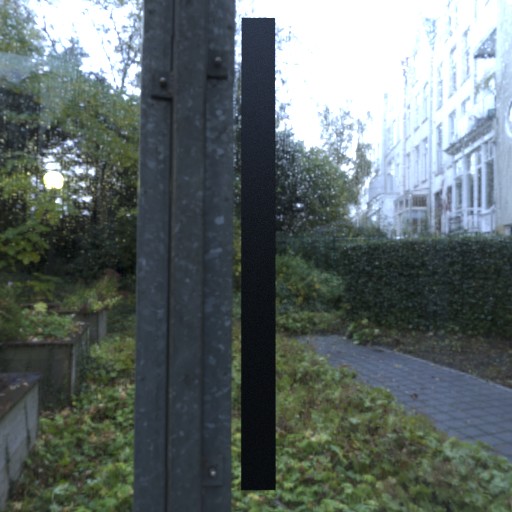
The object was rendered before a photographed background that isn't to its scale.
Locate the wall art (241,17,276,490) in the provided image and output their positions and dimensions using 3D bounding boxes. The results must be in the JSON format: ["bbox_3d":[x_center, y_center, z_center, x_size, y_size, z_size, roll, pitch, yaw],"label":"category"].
[{"bbox_3d":[0.000,0.000,0.519,0.028,0.380,0.325,0,-2,-1],"label":"wall art"}]
